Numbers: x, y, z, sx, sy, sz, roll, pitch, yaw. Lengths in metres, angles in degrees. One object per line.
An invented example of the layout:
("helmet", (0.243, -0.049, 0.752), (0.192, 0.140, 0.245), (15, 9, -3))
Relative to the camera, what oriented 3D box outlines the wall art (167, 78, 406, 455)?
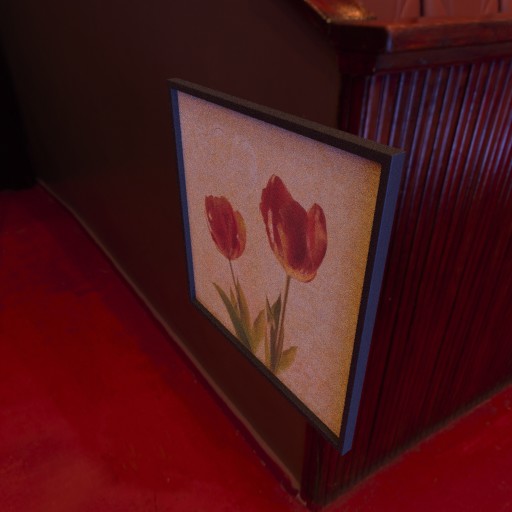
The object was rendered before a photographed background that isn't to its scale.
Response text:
("wall art", (0.000, 0.000, 1.221), (0.043, 0.807, 0.805), (-21, 38, -30))
